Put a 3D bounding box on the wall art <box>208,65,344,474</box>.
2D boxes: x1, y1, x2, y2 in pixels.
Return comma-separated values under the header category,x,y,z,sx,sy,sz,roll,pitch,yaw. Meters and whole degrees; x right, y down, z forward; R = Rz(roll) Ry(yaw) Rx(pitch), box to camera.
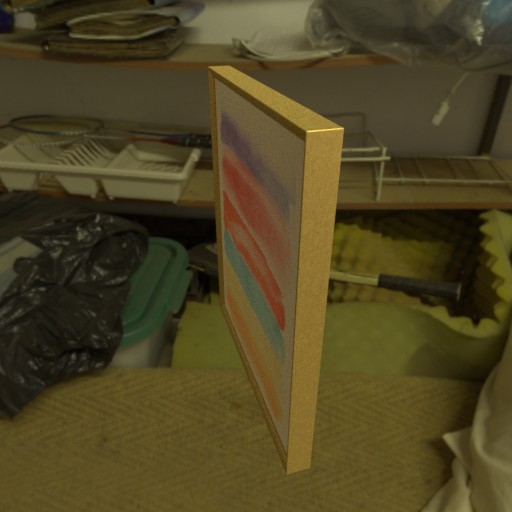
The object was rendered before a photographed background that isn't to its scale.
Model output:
category,x,y,z,sx,sy,sz,roll,pitch,yaw
wall art,0.000,0.000,0.893,0.048,0.642,0.537,-9,32,-15
